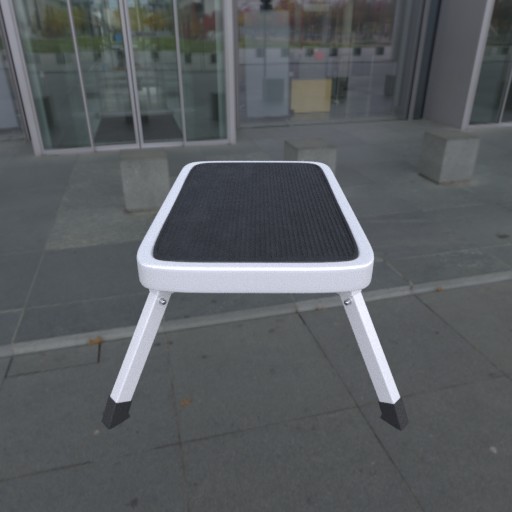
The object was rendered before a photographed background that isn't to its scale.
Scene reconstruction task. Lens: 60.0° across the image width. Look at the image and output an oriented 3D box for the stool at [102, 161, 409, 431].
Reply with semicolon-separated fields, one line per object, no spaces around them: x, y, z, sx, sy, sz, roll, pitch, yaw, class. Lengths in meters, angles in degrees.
0.000;0.000;0.620;0.320;0.170;0.460;0;27;0;stool
